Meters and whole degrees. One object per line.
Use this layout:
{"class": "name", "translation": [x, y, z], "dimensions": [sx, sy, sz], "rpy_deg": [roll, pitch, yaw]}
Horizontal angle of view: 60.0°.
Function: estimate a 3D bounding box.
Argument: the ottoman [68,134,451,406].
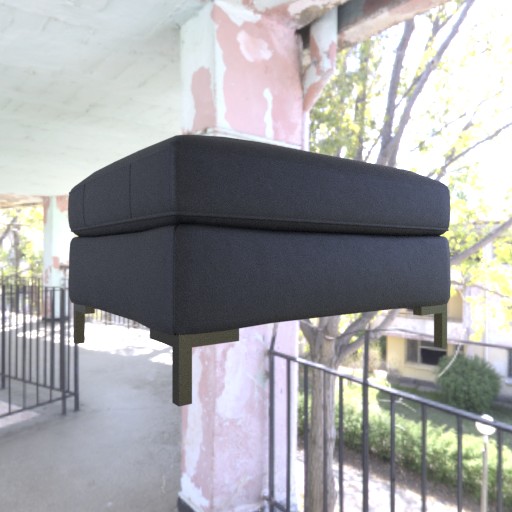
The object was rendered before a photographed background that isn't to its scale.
{"class": "ottoman", "translation": [0.000, 0.000, 1.740], "dimensions": [1.187, 0.696, 0.967], "rpy_deg": [0, 0, -36]}
